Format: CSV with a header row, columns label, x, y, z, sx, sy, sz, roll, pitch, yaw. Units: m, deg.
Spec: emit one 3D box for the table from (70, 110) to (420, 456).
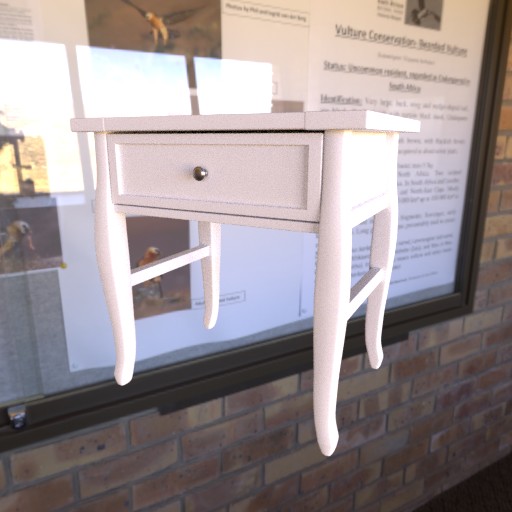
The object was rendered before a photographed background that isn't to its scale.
label,x,y,z,sx,sy,sz,roll,pitch,yaw
table,0.000,0.000,1.022,0.599,0.605,0.463,8,17,27
